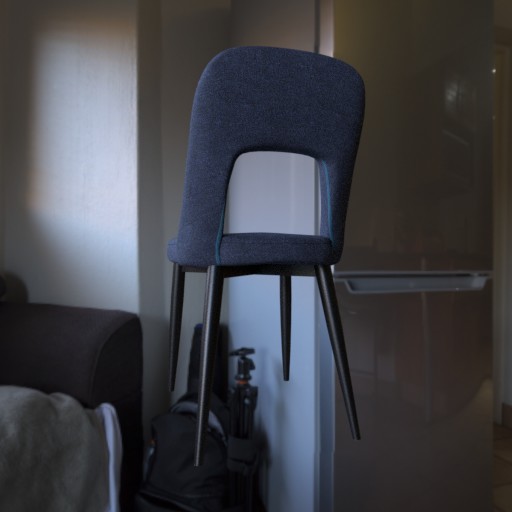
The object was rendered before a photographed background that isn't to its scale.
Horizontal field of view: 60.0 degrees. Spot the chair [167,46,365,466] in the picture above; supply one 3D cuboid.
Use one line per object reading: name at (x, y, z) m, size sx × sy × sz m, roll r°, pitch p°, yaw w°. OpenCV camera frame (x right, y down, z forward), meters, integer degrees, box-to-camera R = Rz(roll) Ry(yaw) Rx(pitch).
chair at (0.000, 0.000, 1.266) m, size 0.470 × 0.931 × 0.612 m, roll 0°, pitch 1°, yaw -17°
